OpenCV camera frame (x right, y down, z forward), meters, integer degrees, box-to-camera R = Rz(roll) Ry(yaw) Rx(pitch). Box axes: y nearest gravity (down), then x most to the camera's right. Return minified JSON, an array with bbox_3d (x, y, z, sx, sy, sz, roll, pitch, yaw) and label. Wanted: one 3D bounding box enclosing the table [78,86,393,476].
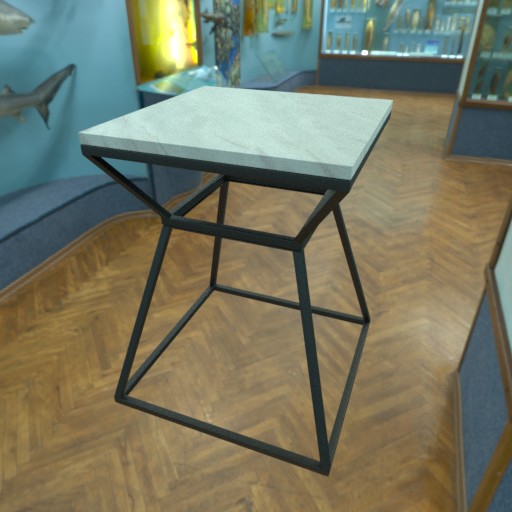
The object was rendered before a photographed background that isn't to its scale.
[{"bbox_3d":[0.000,0.000,0.893,0.455,0.559,0.455,11,33,18],"label":"table"}]
